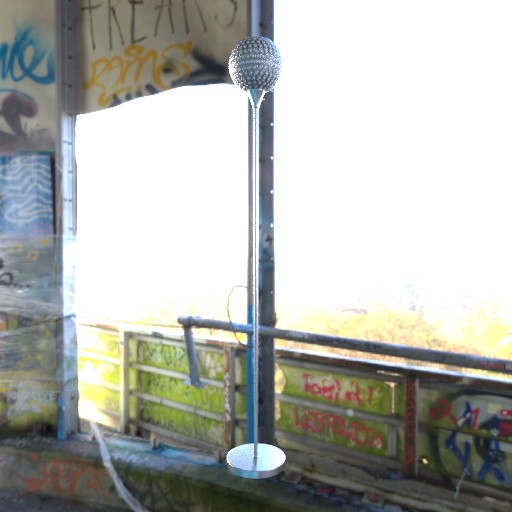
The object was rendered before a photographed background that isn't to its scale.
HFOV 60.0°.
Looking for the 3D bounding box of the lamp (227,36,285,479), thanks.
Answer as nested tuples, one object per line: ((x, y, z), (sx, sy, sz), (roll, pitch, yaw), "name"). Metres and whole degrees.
((0.000, 0.000, 1.903), (0.254, 1.805, 0.254), (0, 2, 0), "lamp")
